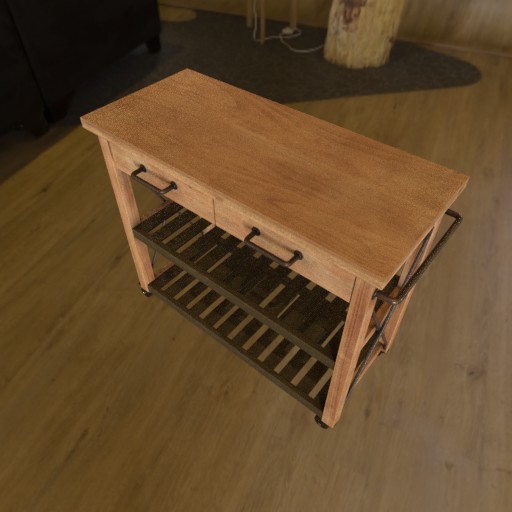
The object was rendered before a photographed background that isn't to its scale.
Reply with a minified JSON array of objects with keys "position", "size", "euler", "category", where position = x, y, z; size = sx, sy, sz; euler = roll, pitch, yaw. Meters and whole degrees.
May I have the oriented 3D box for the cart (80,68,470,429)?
[{"position":[0.000,0.000,0.974],"size":[0.686,0.554,0.298],"euler":[31,53,26],"category":"cart"}]
